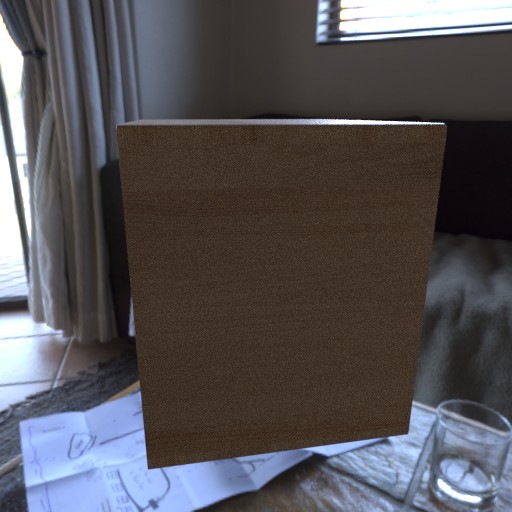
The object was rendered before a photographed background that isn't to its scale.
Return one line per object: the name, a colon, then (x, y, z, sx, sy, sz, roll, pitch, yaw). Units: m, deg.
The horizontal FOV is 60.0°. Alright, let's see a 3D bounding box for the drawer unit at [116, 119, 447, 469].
drawer unit: (0.000, 0.000, 0.590, 0.290, 0.344, 0.344, -3, 18, -10)
